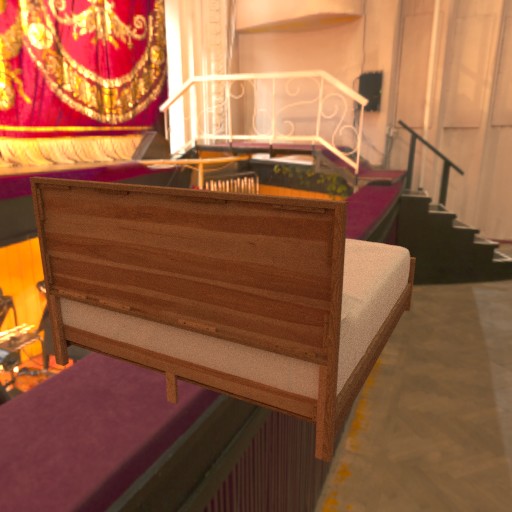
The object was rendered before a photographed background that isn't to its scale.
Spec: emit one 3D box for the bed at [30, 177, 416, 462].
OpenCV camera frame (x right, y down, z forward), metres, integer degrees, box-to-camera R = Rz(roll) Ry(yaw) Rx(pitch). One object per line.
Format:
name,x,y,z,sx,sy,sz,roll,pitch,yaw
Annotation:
bed,0.000,0.000,3.393,2.013,1.295,2.184,9,18,27
